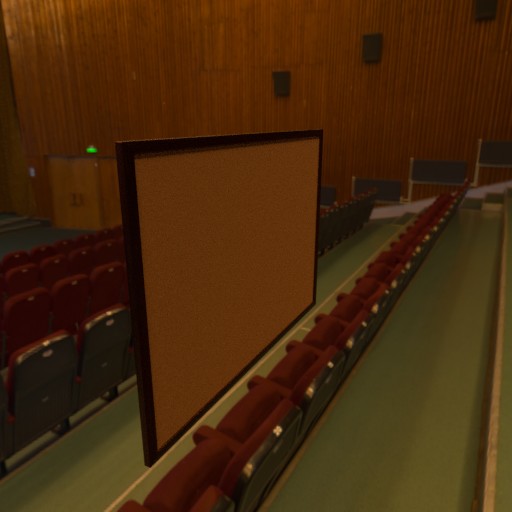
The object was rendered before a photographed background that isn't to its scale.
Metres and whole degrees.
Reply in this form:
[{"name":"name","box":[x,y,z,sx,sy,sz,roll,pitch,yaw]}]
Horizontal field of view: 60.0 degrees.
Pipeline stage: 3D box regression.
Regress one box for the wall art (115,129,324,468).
[{"name":"wall art","box":[0.000,0.000,1.046,0.014,0.559,0.816,9,19,27]}]
